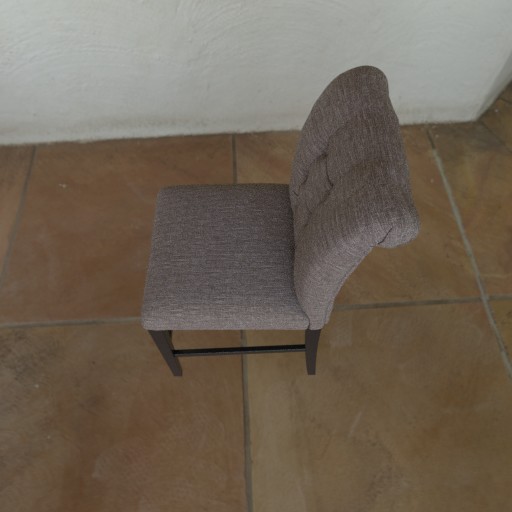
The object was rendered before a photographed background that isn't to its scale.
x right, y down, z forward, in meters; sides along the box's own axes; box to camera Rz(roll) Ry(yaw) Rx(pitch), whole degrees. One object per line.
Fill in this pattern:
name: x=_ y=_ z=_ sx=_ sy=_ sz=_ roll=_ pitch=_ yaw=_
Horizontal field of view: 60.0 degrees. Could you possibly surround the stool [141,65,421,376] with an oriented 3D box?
stool: x=0.000 y=0.000 z=1.293 sx=0.611 sy=0.970 sz=0.457 roll=0 pitch=59 yaw=0
